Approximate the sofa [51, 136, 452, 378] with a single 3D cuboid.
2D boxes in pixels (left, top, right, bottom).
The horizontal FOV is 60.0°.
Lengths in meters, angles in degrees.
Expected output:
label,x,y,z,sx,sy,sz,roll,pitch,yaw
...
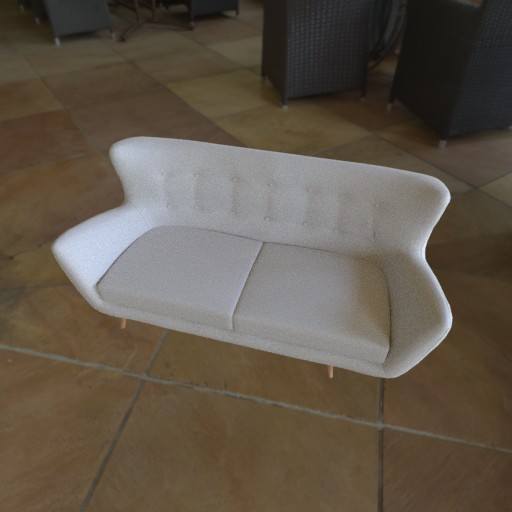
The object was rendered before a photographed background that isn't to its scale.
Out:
label,x,y,z,sx,sy,sz,roll,pitch,yaw
sofa,0.000,0.000,2.434,1.930,0.890,0.899,11,42,12
